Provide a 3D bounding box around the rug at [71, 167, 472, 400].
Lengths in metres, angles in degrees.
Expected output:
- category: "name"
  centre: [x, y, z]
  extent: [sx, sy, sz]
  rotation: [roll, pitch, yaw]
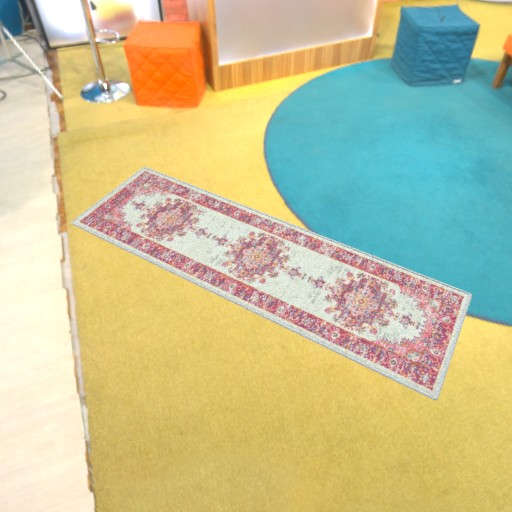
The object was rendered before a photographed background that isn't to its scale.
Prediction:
- category: "rug"
  centre: [0.000, 0.000, 2.051]
  extent: [1.824, 0.009, 0.562]
  rotation: [23, 51, 21]
